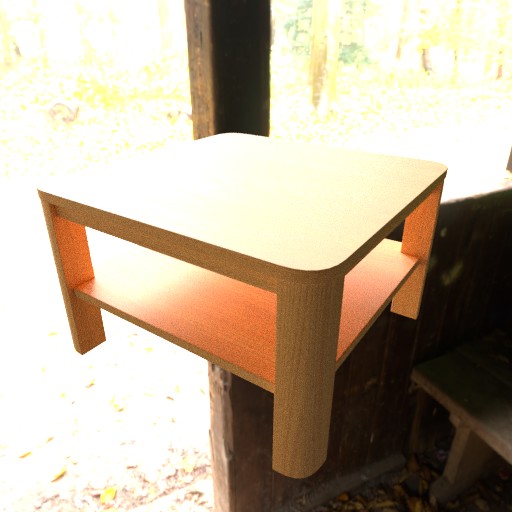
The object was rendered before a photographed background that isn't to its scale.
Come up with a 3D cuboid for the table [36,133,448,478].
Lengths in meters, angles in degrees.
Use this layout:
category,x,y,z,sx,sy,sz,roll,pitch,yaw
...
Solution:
category,x,y,z,sx,sy,sz,roll,pitch,yaw
table,0.000,0.000,1.183,0.750,0.450,0.750,17,31,31
